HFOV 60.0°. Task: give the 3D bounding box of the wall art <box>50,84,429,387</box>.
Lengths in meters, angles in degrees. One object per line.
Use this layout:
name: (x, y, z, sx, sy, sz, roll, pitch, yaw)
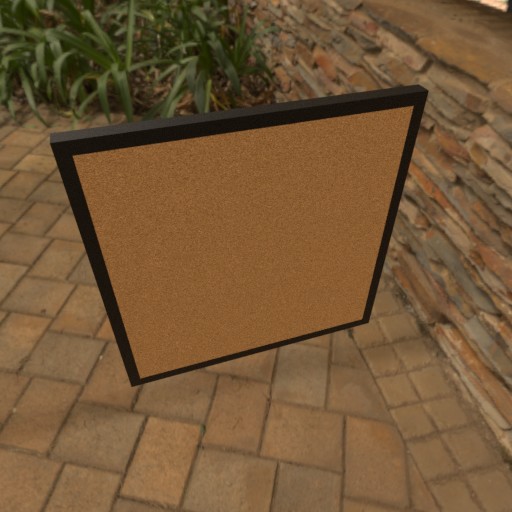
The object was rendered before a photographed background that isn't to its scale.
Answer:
wall art: (0.000, 0.000, 1.120, 0.762, 0.762, 0.038, -12, 43, -13)
